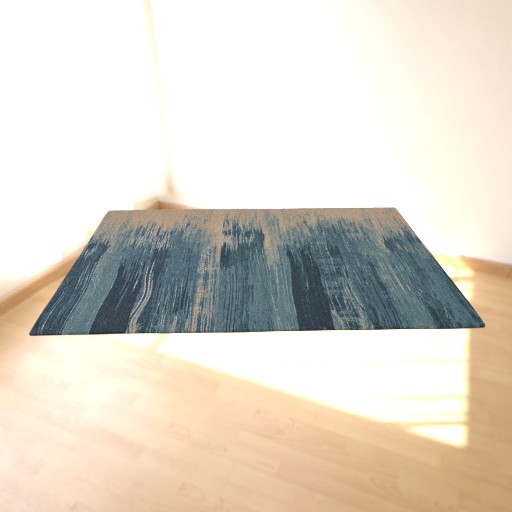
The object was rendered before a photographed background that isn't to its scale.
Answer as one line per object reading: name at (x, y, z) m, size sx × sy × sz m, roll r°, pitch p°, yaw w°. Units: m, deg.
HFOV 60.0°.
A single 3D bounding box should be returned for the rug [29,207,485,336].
rug at (0.000, 0.000, 2.292) m, size 1.836 × 0.009 × 1.232 m, roll -1°, pitch 29°, yaw -1°
